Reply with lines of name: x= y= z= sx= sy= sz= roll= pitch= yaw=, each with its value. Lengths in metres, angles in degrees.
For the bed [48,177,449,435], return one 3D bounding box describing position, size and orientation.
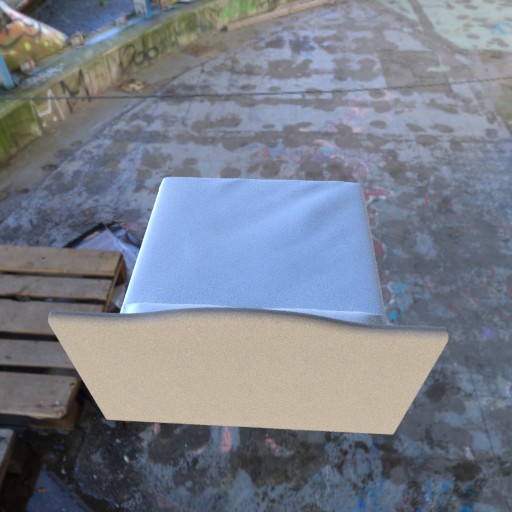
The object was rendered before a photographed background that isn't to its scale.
bed: x=0.000 y=0.000 z=3.453 sx=2.083 sy=1.421 sz=2.182 roll=2 pitch=47 yaw=2
